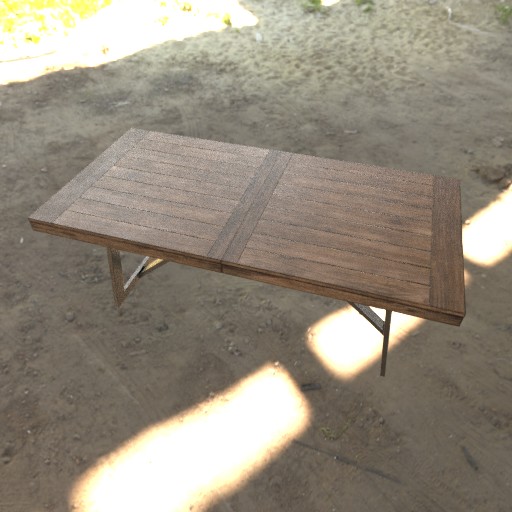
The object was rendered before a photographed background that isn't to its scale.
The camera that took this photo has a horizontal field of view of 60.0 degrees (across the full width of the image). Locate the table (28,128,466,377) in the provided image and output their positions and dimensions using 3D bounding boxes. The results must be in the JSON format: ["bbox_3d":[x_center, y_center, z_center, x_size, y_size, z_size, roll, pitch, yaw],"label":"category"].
[{"bbox_3d":[0.000,0.000,2.374,1.867,0.757,0.931,12,44,13],"label":"table"}]
